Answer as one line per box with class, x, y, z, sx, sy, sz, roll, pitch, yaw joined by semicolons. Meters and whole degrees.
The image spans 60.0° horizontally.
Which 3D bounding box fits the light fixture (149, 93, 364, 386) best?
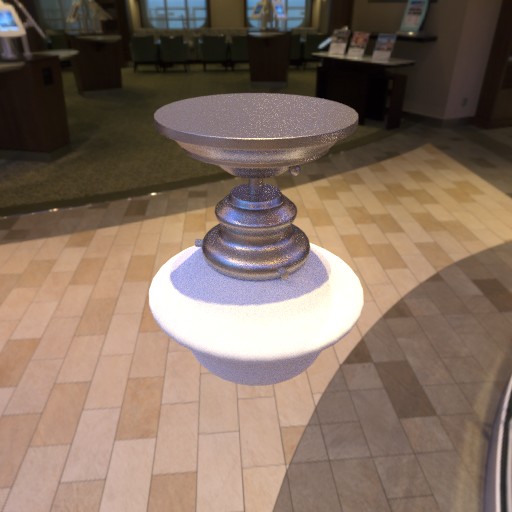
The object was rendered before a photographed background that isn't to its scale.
light fixture;0.000;0.000;0.400;0.199;0.254;0.199;0;30;0
